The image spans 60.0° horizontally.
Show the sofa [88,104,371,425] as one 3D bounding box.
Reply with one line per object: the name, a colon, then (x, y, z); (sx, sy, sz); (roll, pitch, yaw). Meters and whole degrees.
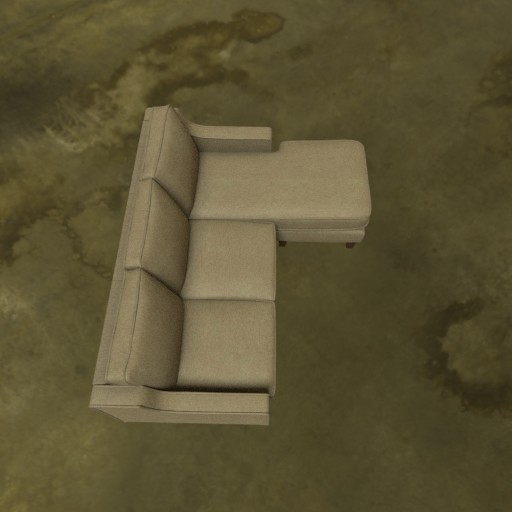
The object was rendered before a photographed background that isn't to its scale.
sofa: (0.000, 0.000, 3.329); (1.858, 1.081, 2.317); (1, 63, 1)
